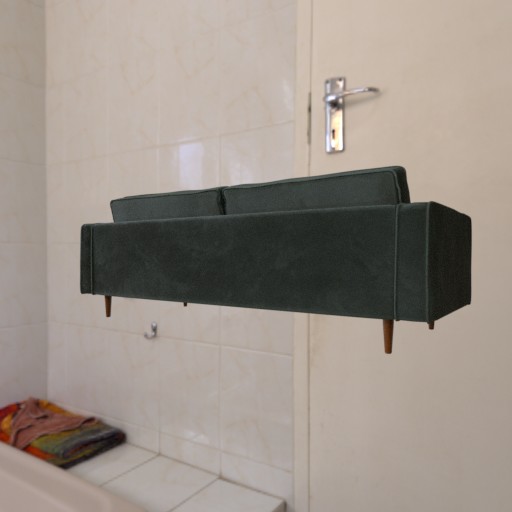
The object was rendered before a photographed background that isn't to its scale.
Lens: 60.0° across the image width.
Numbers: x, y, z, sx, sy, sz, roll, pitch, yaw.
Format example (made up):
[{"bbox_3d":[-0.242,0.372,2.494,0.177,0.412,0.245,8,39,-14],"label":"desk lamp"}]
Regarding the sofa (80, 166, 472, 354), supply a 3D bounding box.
[{"bbox_3d":[0.000,0.000,2.601,2.214,0.781,0.886,0,0,35],"label":"sofa"}]
